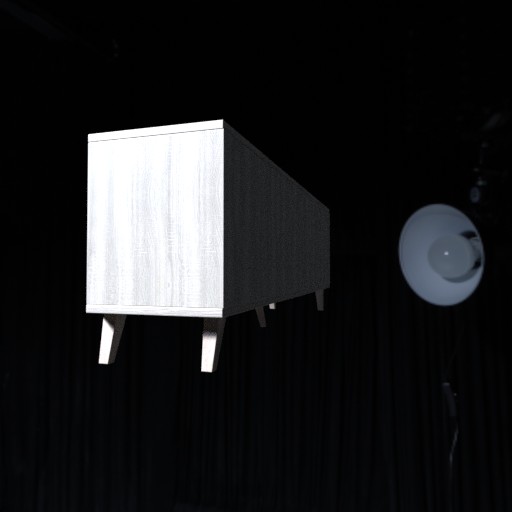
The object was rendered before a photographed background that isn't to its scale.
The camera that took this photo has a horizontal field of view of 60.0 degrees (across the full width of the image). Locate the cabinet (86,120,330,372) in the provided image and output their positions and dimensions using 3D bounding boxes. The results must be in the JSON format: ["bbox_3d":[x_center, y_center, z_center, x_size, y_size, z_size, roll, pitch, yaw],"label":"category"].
[{"bbox_3d":[0.000,0.000,2.471,0.499,0.779,2.198,0,-2,18],"label":"cabinet"}]
